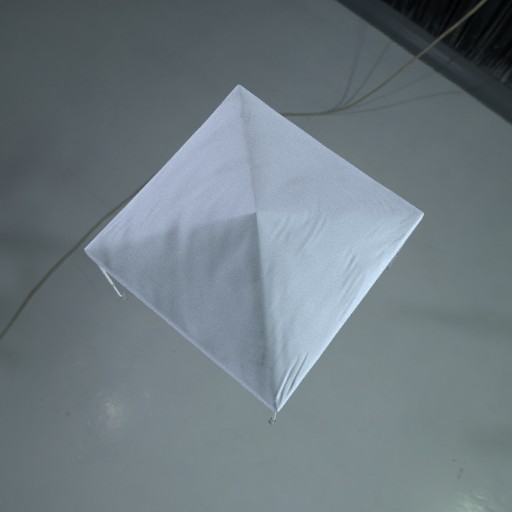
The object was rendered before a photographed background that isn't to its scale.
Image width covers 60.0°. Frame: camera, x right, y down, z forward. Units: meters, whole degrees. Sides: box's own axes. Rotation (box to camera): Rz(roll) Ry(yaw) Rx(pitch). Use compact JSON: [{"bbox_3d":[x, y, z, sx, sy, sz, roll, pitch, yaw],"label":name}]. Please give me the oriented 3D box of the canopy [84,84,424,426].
[{"bbox_3d":[0.000,0.000,6.518,3.599,3.600,3.600,38,78,9],"label":"canopy"}]
